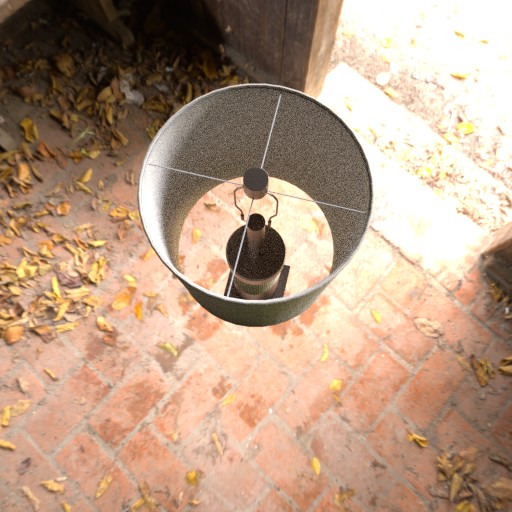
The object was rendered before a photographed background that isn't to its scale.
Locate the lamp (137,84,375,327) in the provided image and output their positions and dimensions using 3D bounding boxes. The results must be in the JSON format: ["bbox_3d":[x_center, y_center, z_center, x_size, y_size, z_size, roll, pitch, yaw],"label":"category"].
[{"bbox_3d":[0.000,0.000,0.609,0.202,0.509,0.202,13,76,3],"label":"lamp"}]
